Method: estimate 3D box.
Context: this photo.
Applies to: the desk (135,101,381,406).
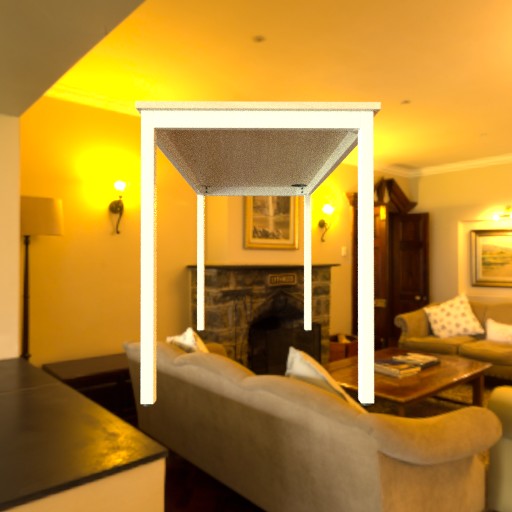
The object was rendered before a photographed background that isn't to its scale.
[{"bbox_3d":[0.000,0.000,1.679,0.600,0.750,1.200,0,0,-1],"label":"desk"}]
